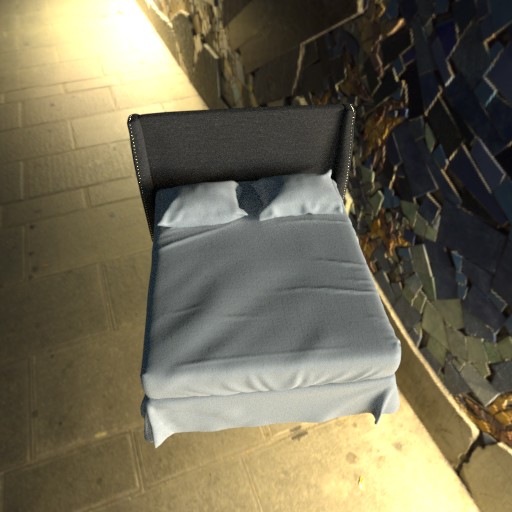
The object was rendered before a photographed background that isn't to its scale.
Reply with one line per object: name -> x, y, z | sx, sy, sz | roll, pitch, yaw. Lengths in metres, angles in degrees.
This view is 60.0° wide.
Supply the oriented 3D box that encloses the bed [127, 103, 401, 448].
bed -> 0.000, 0.000, 3.425 | 1.925, 1.332, 2.276 | -4, 45, -4
